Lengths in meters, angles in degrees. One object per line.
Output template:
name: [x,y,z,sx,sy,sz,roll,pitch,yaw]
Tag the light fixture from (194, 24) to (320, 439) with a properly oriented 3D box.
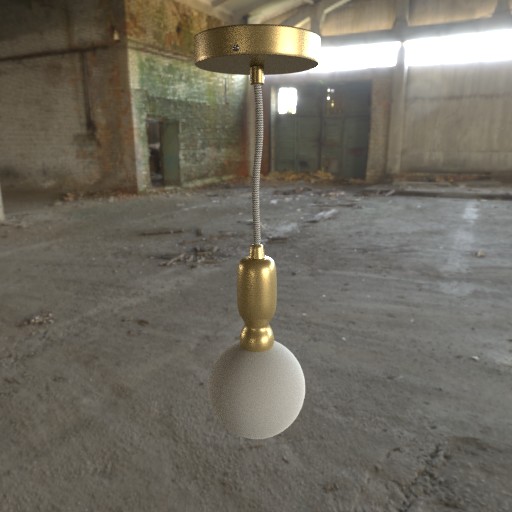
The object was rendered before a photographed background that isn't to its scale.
light fixture: [0.000,0.000,0.570,0.146,0.510,0.147,7,16,26]
